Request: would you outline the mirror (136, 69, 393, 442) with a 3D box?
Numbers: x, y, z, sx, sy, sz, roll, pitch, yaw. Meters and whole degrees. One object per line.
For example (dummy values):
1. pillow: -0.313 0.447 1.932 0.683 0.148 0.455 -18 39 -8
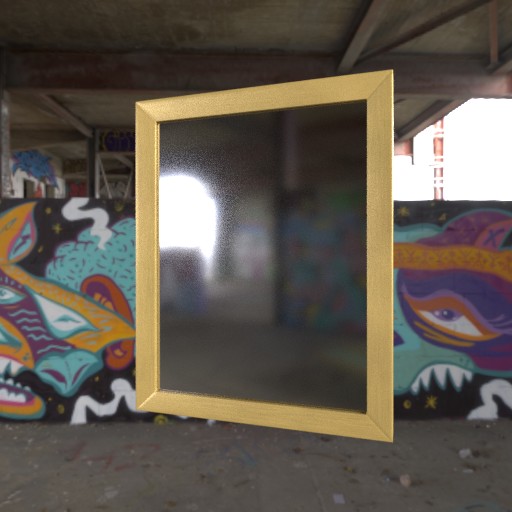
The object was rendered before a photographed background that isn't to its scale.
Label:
1. mirror: 0.000 0.000 0.685 0.405 0.508 0.041 0 0 18
